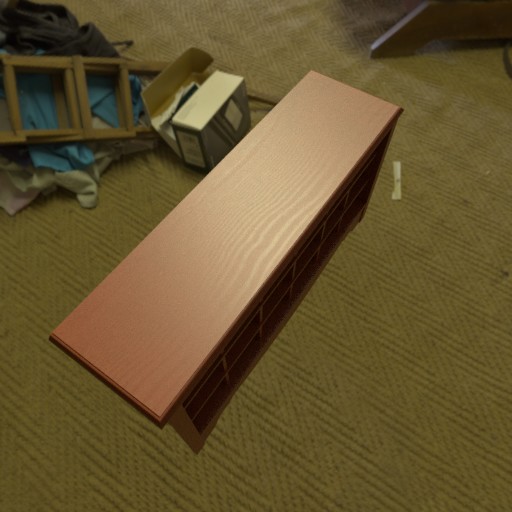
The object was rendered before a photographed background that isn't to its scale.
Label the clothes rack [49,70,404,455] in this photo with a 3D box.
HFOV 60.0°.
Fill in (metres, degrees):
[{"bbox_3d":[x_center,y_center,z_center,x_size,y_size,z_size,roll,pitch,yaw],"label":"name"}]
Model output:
[{"bbox_3d":[0.000,0.000,1.533,0.362,0.594,1.251,31,63,17],"label":"clothes rack"}]
